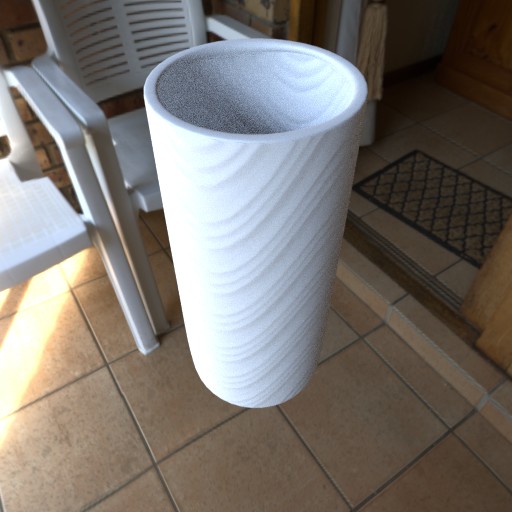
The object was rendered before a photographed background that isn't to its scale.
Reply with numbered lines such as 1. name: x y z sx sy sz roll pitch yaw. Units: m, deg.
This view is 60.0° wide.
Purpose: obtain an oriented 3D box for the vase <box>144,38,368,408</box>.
1. vase: 0.000 0.000 0.389 0.143 0.316 0.143 0 46 0
